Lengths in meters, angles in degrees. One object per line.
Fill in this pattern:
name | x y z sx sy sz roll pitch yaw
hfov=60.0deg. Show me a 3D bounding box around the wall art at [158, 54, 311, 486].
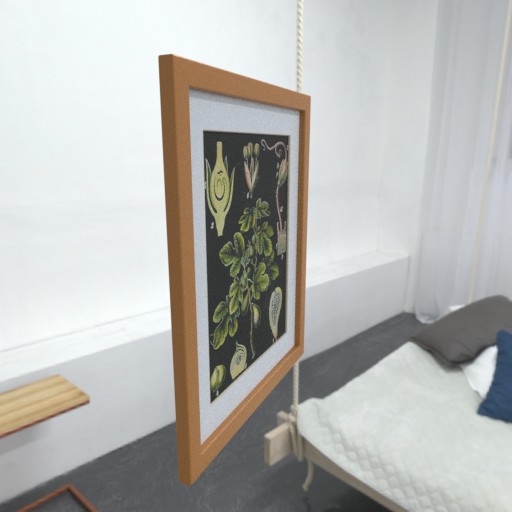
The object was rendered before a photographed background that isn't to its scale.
wall art | 0.000 0.000 0.747 0.022 0.553 0.452 7 15 25
